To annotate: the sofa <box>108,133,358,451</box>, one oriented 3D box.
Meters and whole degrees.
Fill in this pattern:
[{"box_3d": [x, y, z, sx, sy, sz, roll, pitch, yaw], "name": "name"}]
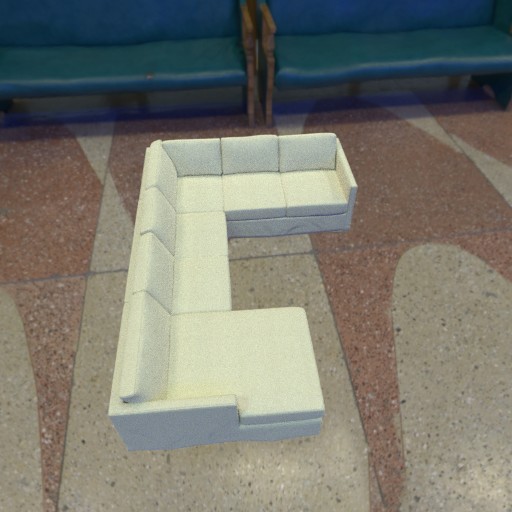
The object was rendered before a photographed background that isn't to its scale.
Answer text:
[{"box_3d": [0.000, 0.000, 4.555, 2.448, 0.882, 3.464, -4, 47, -4], "name": "sofa"}]
